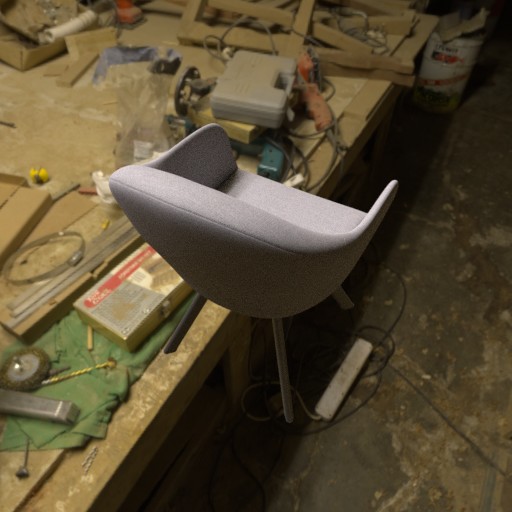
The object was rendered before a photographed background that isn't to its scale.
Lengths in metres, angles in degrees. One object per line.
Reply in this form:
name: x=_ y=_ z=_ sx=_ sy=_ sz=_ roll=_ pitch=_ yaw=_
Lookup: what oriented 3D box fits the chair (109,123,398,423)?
chair: x=0.000 y=0.000 z=1.166 sx=0.540 sy=0.780 sz=0.570 roll=23 pitch=51 yaw=20
